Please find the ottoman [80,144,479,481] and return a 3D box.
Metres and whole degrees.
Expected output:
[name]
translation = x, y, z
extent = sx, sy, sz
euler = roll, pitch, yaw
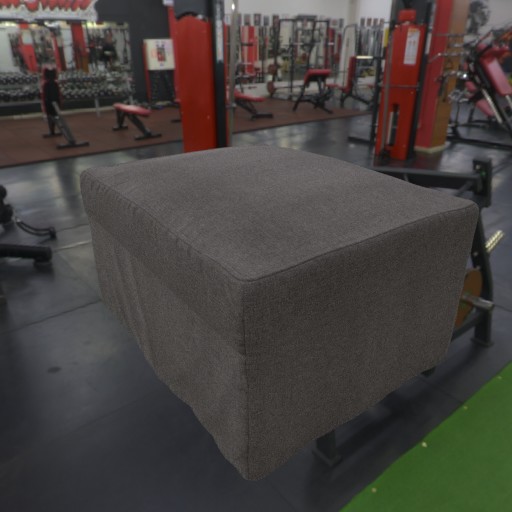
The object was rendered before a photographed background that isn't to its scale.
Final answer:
[ottoman]
translation = 0.000, 0.000, 1.186
extent = 0.652, 0.492, 0.833
euler = -18, 31, -32
